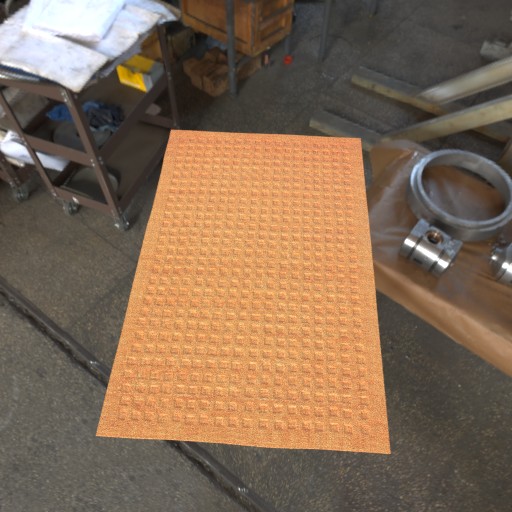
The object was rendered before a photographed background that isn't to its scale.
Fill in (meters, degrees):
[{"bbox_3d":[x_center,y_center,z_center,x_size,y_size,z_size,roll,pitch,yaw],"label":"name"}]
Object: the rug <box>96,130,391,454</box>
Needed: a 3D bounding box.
[{"bbox_3d":[0.000,0.000,2.186,1.143,0.006,1.747,3,57,2],"label":"rug"}]
